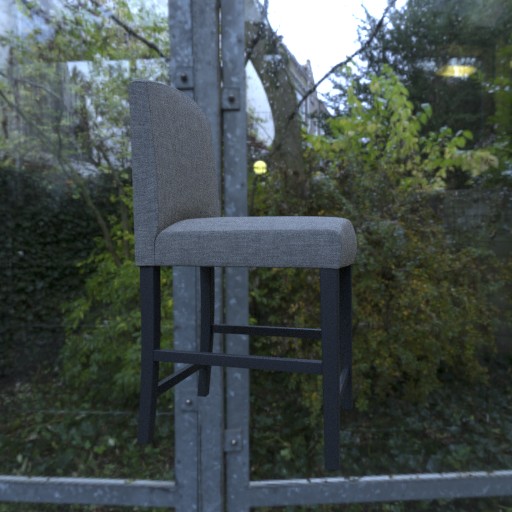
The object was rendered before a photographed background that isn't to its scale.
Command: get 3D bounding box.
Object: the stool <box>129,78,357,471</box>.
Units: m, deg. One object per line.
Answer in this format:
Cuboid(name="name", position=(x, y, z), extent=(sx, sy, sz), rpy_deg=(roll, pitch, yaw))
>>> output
Cuboid(name="stool", position=(0.000, 0.000, 1.260), extent=(0.552, 0.966, 0.451), rpy_deg=(0, 1, 16))
